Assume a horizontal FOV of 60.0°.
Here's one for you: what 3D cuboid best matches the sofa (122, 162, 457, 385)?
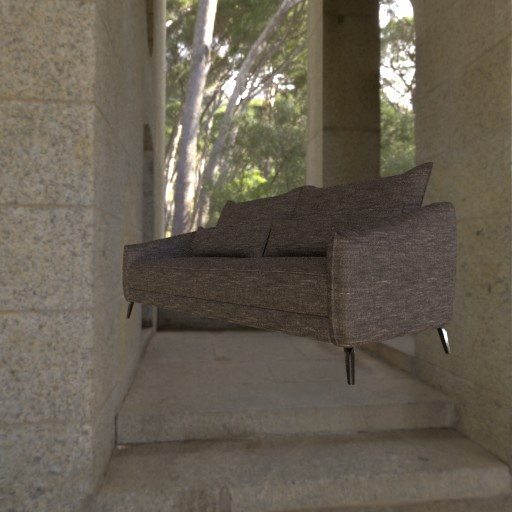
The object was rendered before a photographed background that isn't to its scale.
[{"bbox_3d":[0.000,0.000,2.440,0.807,0.843,2.019,0,0,-37],"label":"sofa"}]
